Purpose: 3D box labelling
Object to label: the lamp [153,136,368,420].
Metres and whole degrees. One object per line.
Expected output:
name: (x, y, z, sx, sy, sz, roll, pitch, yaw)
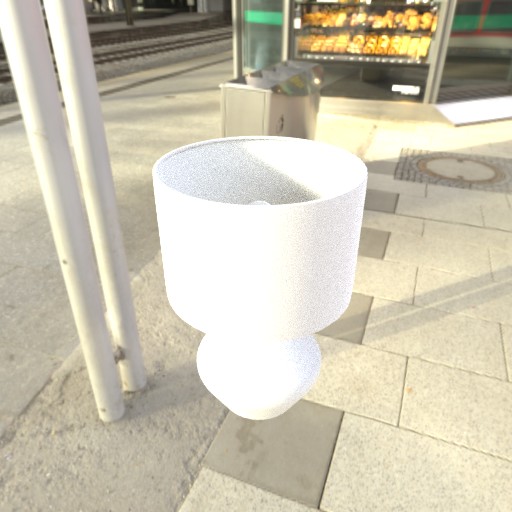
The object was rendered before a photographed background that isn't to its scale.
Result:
lamp: (0.000, 0.000, 0.866, 0.401, 0.457, 0.546, 10, 32, 16)
